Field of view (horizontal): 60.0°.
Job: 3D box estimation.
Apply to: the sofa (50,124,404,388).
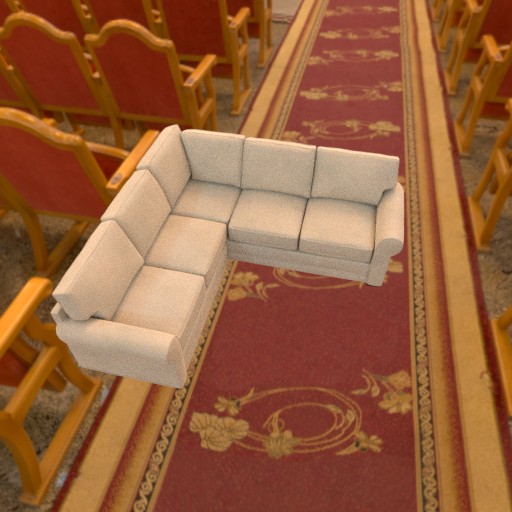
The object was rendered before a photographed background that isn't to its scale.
[{"bbox_3d":[0.000,0.000,4.008,2.569,1.054,2.487,9,47,9],"label":"sofa"}]
